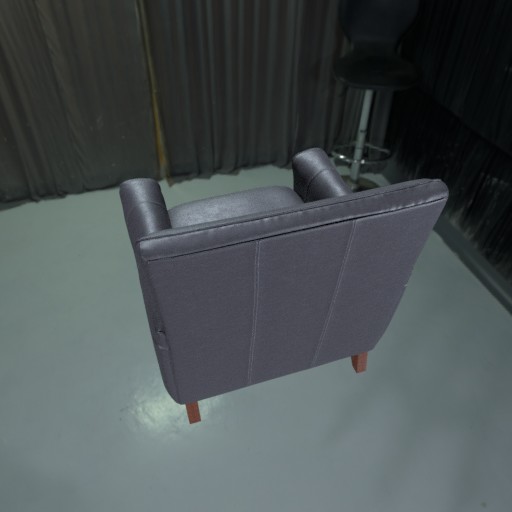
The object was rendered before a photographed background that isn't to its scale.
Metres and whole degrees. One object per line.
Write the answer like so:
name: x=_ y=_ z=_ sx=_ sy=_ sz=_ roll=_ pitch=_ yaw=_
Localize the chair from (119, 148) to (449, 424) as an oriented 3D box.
chair: x=0.000 y=0.000 z=1.646 sx=0.870 sy=0.943 sz=0.825 roll=-13 pitch=44 yaw=-13
